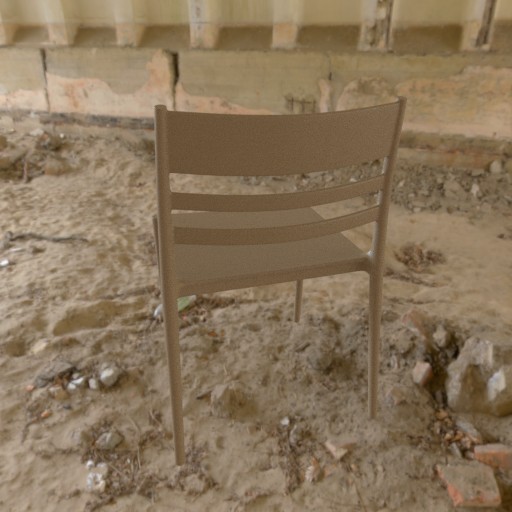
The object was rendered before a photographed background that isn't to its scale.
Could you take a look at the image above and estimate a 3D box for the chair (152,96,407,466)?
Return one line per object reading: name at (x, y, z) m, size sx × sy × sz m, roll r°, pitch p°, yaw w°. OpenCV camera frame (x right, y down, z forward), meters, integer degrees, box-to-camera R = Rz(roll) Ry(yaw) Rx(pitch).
chair at (0.000, 0.000, 1.134) m, size 0.531 × 0.800 × 0.511 m, roll -7°, pitch 27°, yaw -15°
